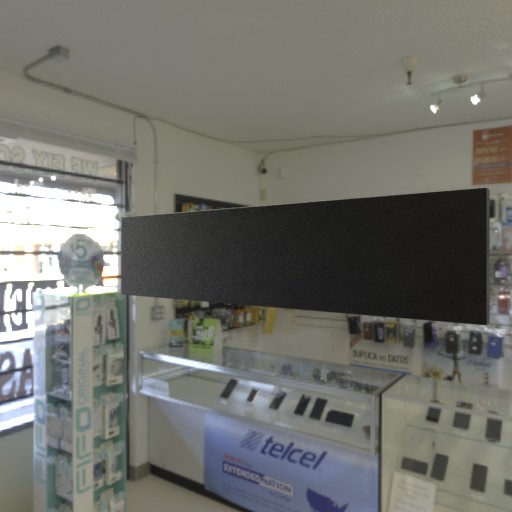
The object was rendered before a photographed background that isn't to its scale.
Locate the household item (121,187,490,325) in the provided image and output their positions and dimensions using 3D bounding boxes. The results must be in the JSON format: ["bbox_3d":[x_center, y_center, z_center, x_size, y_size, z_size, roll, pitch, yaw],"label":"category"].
[{"bbox_3d":[0.000,0.000,1.066,1.001,0.236,0.030,0,0,37],"label":"household item"}]
